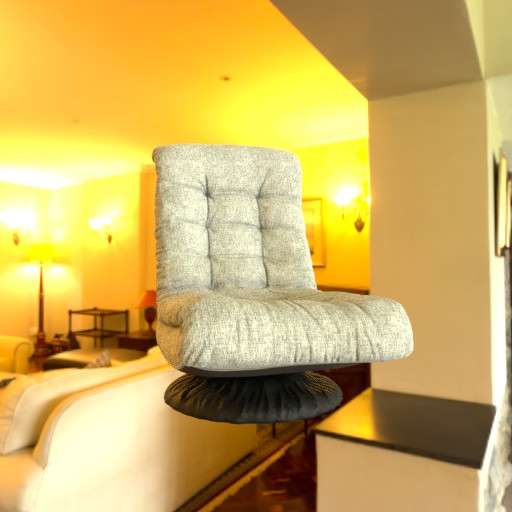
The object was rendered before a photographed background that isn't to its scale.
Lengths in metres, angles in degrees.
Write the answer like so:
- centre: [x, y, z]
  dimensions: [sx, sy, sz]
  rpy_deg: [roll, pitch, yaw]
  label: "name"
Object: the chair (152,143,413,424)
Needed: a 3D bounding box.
- centre: [0.000, 0.000, 0.945]
  dimensions: [0.400, 0.600, 0.583]
  rpy_deg: [1, -2, -18]
  label: "chair"
